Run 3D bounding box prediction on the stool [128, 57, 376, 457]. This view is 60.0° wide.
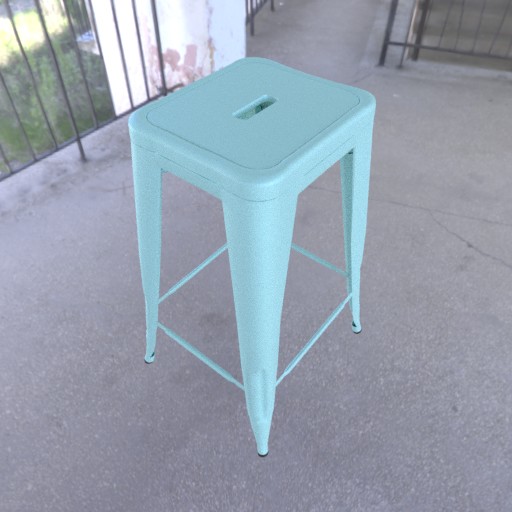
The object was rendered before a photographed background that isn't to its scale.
[{"bbox_3d":[0.000,0.000,0.842,0.359,0.609,0.399,29,53,26],"label":"stool"}]
